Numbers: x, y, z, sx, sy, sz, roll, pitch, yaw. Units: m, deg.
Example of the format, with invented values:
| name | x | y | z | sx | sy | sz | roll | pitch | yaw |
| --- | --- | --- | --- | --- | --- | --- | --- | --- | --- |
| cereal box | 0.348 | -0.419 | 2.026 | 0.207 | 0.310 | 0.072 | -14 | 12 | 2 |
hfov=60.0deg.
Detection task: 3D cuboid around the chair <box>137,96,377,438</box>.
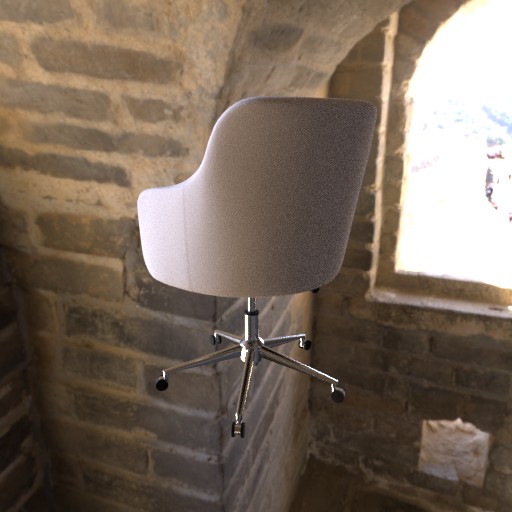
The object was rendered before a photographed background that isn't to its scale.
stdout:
| name | x | y | z | sx | sy | sz | roll | pitch | yaw |
| --- | --- | --- | --- | --- | --- | --- | --- | --- | --- |
| chair | 0.000 | 0.000 | 1.271 | 0.602 | 0.819 | 0.647 | -8 | 17 | -28 |
